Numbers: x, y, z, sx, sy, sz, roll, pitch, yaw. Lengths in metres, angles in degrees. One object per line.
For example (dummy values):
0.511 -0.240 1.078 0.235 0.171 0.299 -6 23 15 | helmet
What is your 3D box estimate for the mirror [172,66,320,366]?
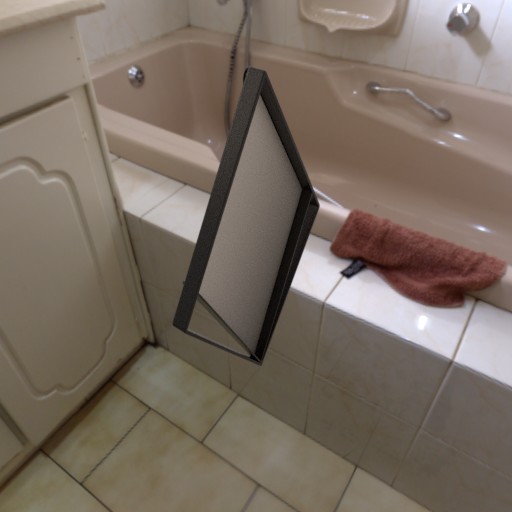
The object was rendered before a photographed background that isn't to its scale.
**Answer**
0.000 0.000 0.823 0.032 0.679 0.419 26 48 26 | mirror
